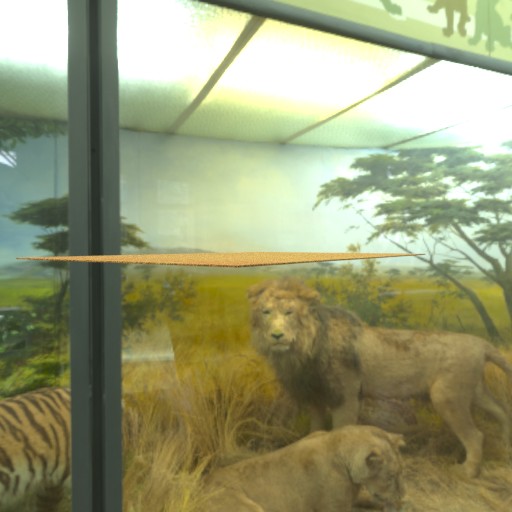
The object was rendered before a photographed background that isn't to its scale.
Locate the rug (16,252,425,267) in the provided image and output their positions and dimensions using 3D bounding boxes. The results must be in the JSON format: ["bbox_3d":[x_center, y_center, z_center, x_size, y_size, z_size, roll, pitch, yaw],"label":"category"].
[{"bbox_3d":[0.000,0.000,2.166,1.143,0.006,1.747,1,2,36],"label":"rug"}]
